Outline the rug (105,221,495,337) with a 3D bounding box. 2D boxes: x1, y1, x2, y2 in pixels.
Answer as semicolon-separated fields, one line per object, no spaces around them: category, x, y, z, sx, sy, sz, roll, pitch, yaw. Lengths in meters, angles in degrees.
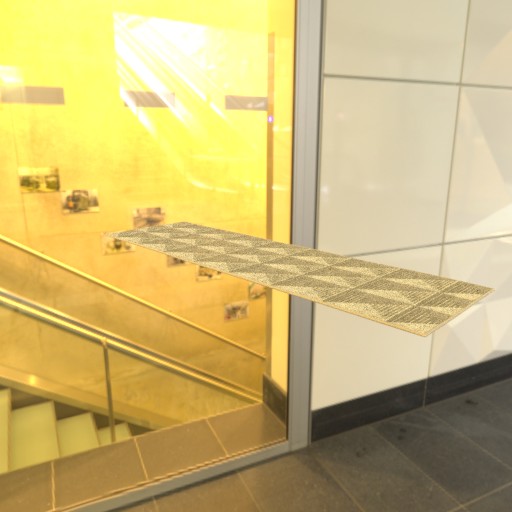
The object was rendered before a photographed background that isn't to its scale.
rug;0.000;0.000;2.364;0.645;0.015;2.182;-14;20;-43
